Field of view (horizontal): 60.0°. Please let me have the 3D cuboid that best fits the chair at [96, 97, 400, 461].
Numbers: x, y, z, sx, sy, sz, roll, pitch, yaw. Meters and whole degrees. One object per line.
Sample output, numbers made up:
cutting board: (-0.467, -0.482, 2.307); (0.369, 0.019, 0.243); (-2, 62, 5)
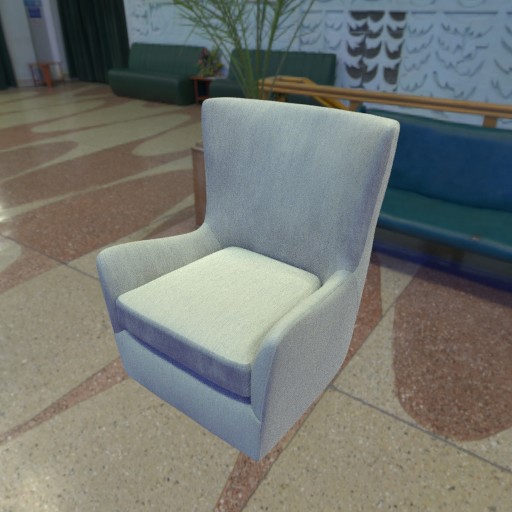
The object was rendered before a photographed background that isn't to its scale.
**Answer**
chair: (0.000, 0.000, 1.659); (0.779, 1.000, 0.904); (20, 35, 32)
